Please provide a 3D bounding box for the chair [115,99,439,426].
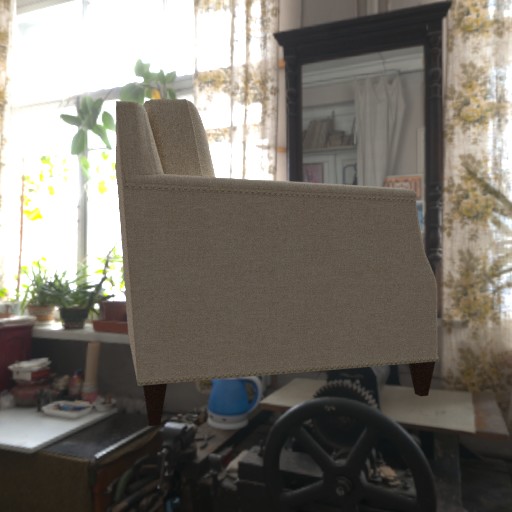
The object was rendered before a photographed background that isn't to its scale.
[{"bbox_3d":[0.000,0.000,1.715,1.041,0.940,0.838,0,-1,-18],"label":"chair"}]
